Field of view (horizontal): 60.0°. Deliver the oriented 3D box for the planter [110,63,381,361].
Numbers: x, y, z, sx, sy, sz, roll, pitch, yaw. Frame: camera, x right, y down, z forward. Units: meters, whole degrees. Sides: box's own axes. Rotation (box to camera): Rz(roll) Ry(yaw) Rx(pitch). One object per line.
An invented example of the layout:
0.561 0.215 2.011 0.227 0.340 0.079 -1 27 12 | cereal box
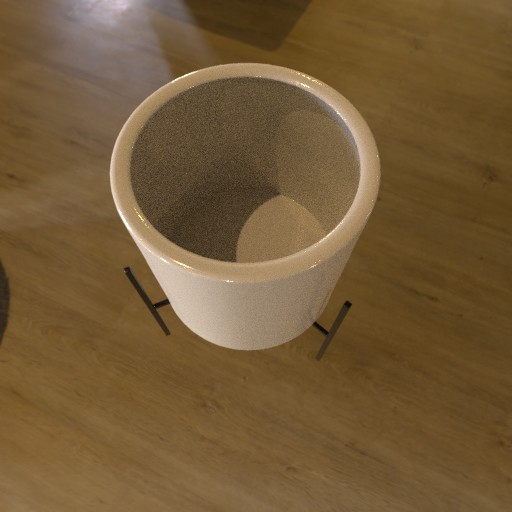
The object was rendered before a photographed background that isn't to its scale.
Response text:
0.000 0.000 0.647 0.308 0.431 0.307 39 70 17 | planter
